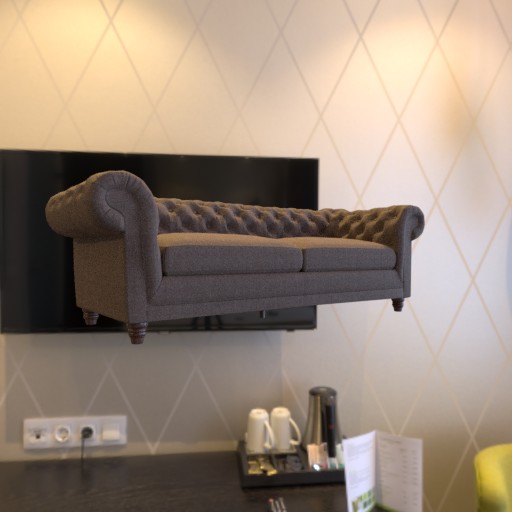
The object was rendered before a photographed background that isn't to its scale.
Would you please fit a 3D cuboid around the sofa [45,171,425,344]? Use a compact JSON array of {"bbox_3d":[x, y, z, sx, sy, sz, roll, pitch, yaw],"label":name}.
[{"bbox_3d":[0.000,0.000,2.872,2.385,0.787,0.944,0,0,-37],"label":"sofa"}]
